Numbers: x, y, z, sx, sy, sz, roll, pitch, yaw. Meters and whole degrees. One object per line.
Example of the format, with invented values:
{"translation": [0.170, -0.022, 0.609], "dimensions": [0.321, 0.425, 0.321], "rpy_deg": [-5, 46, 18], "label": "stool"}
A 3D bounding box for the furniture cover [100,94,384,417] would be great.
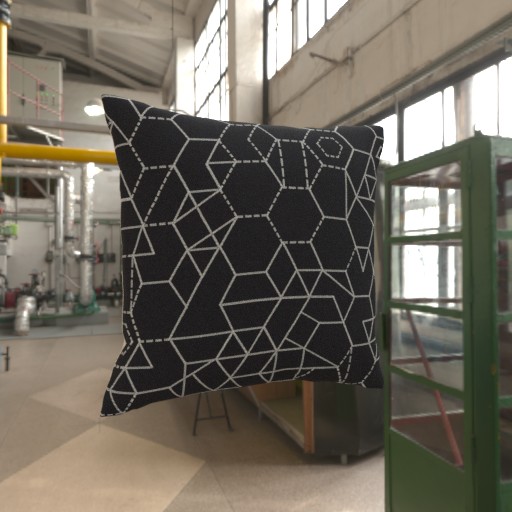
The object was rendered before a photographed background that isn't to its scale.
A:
{"translation": [0.000, 0.000, 0.778], "dimensions": [0.517, 0.508, 0.158], "rpy_deg": [0, 0, -18], "label": "furniture cover"}
